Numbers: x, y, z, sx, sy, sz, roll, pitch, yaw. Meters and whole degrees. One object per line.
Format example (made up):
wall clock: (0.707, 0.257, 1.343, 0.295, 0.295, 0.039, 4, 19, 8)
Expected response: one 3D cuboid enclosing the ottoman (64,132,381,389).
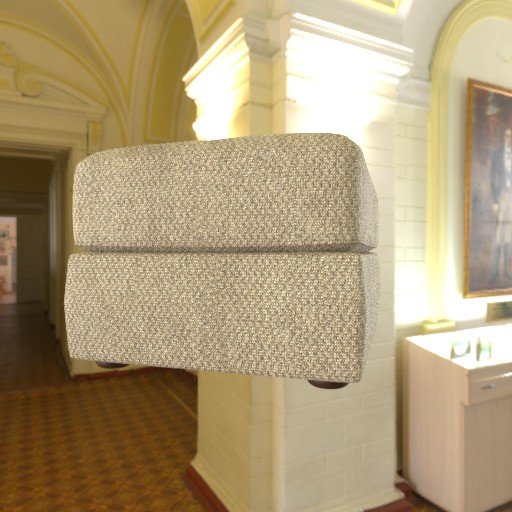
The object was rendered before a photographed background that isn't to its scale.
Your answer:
ottoman: (0.000, 0.000, 1.151, 0.603, 0.476, 0.751, 0, 1, 18)
